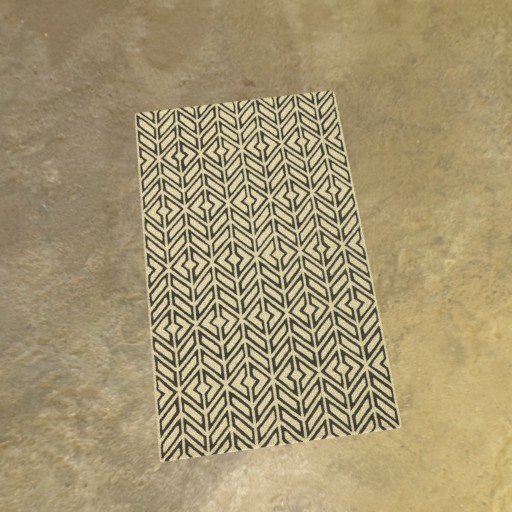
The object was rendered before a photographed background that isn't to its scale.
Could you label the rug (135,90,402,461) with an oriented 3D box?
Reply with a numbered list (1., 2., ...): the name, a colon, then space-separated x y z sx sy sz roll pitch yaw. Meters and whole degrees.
1. rug: 0.000 0.000 3.052 1.523 0.008 2.438 -7 75 -2
